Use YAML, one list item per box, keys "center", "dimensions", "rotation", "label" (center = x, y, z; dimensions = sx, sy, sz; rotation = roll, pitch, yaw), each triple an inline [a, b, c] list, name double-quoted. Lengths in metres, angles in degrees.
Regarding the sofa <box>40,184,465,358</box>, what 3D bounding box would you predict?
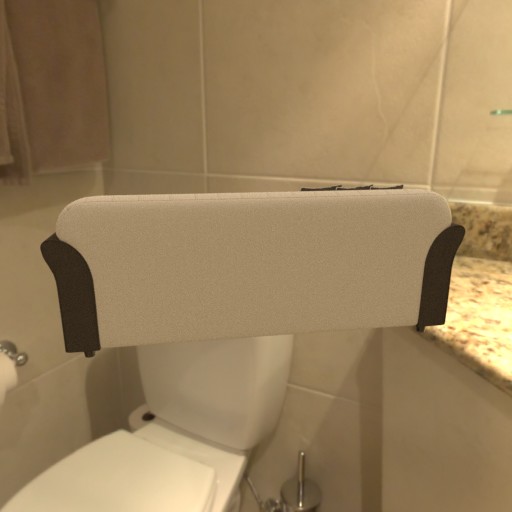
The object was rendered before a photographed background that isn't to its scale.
- center: [0.000, 0.000, 2.462]
  dimensions: [2.001, 0.787, 0.755]
  rotation: [-3, 16, -9]
  label: "sofa"
